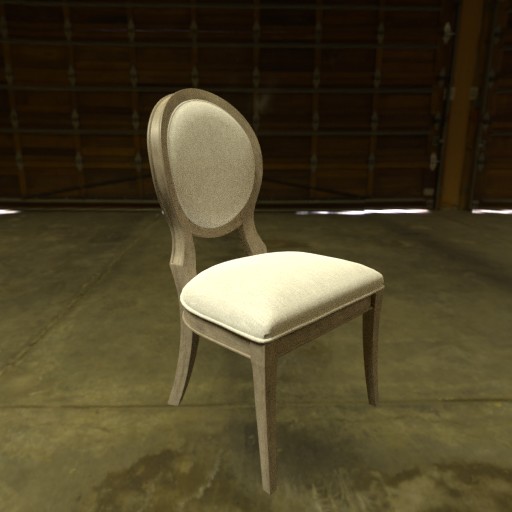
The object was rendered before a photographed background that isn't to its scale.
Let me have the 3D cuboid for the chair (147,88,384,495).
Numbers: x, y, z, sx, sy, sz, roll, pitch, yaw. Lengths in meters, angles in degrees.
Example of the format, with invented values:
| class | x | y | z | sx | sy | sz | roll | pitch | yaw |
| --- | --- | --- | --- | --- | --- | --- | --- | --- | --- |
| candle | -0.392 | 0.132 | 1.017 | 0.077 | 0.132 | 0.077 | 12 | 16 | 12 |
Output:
| class | x | y | z | sx | sy | sz | roll | pitch | yaw |
| --- | --- | --- | --- | --- | --- | --- | --- | --- | --- |
| chair | 0.000 | 0.000 | 1.338 | 0.602 | 0.990 | 0.558 | 13 | 20 | 42 |
